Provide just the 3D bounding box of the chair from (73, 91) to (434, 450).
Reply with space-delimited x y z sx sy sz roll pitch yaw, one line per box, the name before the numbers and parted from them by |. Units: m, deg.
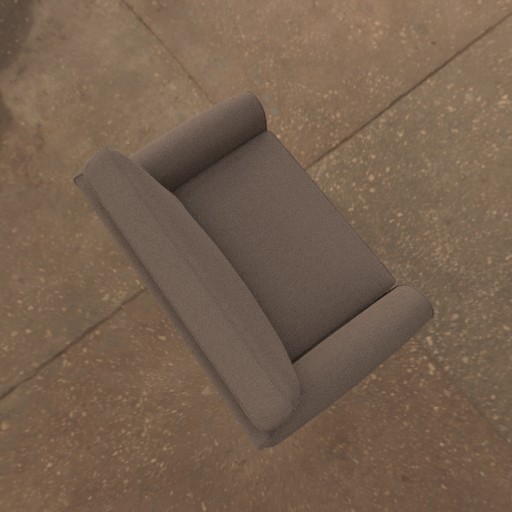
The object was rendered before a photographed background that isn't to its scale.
chair | 0.000 0.000 2.033 0.930 0.930 1.390 -35 77 -9
